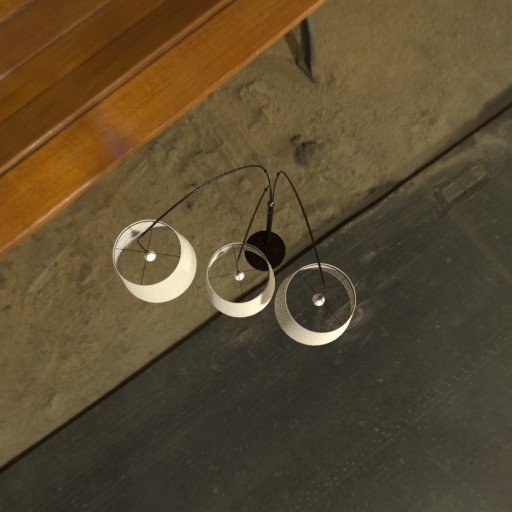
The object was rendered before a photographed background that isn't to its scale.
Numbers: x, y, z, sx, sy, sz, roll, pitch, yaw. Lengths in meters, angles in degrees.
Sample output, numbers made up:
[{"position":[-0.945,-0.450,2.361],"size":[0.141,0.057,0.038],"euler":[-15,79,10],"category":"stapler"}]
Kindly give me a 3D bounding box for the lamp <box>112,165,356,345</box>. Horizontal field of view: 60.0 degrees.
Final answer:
[{"position":[0.000,0.000,2.471],"size":[0.951,1.950,0.924],"euler":[16,76,4],"category":"lamp"}]
